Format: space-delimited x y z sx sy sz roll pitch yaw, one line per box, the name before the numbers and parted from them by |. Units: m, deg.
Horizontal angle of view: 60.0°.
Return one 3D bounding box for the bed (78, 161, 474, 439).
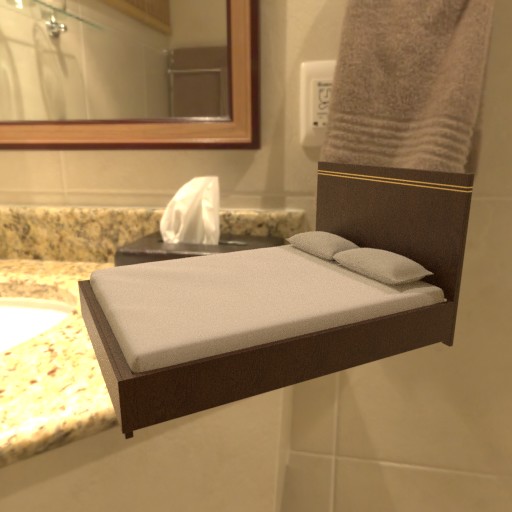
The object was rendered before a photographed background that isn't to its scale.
bed | 0.000 0.000 3.104 2.221 1.169 1.613 -8 17 -26
